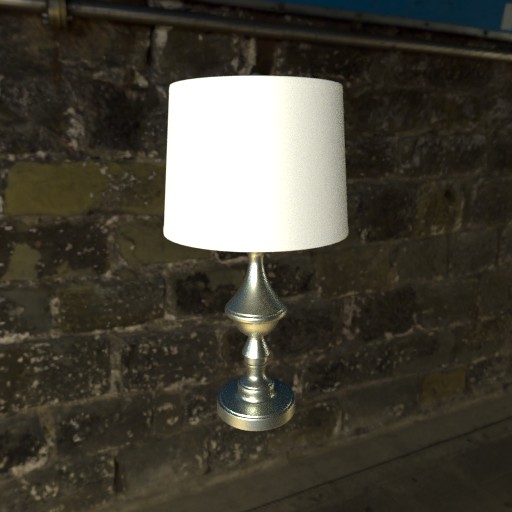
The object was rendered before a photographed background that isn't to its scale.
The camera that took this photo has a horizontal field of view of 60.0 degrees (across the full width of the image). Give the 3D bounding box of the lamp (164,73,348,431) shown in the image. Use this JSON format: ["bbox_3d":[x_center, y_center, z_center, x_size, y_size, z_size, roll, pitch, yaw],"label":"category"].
[{"bbox_3d":[0.000,0.000,0.952,0.383,0.733,0.383,0,15,0],"label":"lamp"}]
